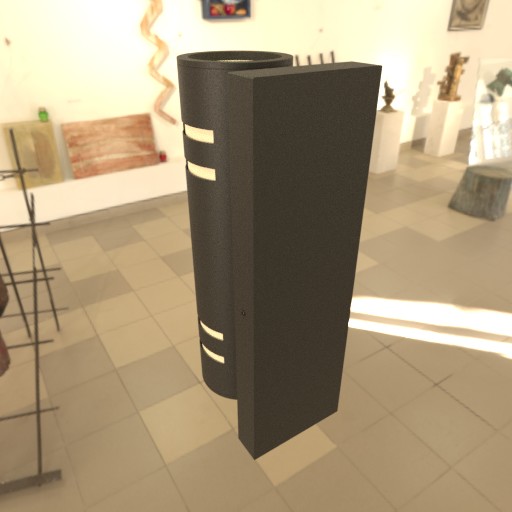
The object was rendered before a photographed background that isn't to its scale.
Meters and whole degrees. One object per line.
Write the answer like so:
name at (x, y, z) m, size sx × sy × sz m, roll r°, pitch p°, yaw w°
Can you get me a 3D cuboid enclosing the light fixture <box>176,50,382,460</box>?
light fixture at (0.000, 0.000, 0.405) m, size 0.105 × 0.330 × 0.149 m, roll -18°, pitch 34°, yaw -29°
